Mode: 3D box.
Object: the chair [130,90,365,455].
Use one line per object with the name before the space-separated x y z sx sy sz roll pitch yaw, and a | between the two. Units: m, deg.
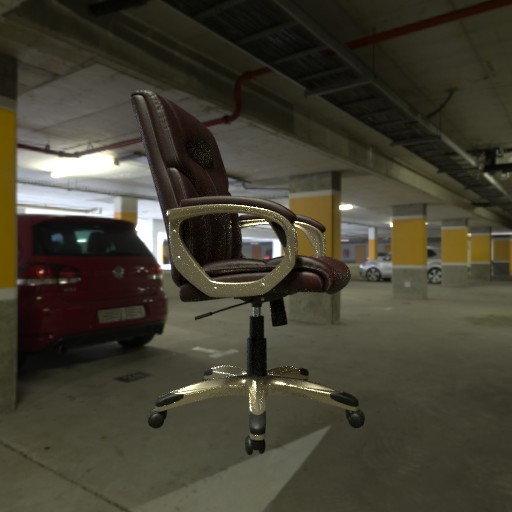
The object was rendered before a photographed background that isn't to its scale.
chair | 0.000 0.000 1.549 0.739 1.107 0.662 0 0 18
